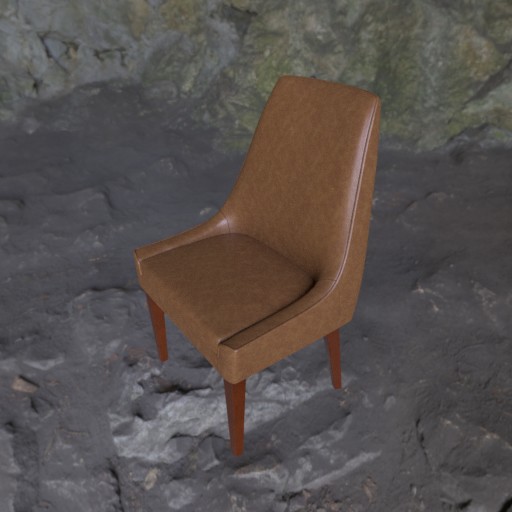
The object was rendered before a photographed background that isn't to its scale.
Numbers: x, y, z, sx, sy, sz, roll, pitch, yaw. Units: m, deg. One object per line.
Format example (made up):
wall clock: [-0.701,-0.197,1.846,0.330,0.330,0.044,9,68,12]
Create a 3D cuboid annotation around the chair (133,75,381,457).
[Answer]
chair: [0.000,0.000,1.233,0.544,0.861,0.529,-21,37,-31]
